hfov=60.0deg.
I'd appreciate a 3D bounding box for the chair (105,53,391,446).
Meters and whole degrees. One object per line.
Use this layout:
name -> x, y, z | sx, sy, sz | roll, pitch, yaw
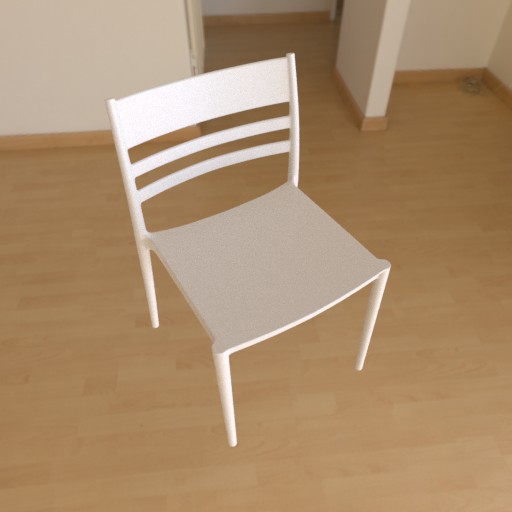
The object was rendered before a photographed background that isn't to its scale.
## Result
chair -> 0.000, 0.000, 1.152 | 0.531, 0.800, 0.511 | -23, 50, -21
